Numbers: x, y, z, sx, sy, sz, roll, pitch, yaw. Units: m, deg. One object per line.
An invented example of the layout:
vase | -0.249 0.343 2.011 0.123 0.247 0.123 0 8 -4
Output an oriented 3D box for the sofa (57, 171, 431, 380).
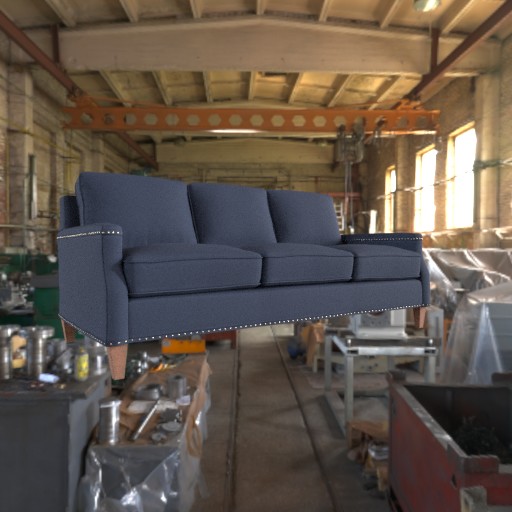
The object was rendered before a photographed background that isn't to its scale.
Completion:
sofa | 0.000 0.000 2.860 2.246 1.003 1.084 -1 1 -35
